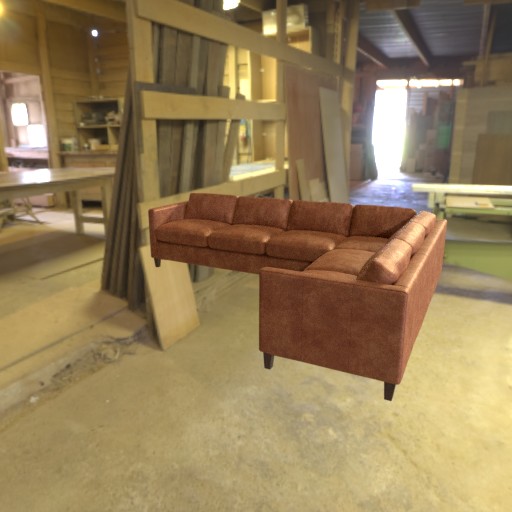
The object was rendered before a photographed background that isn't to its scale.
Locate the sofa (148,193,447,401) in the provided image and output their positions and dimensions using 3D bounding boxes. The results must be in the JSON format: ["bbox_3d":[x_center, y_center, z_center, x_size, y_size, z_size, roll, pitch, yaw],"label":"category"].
[{"bbox_3d":[0.000,0.000,4.240,3.167,0.838,2.438,8,17,26],"label":"sofa"}]
